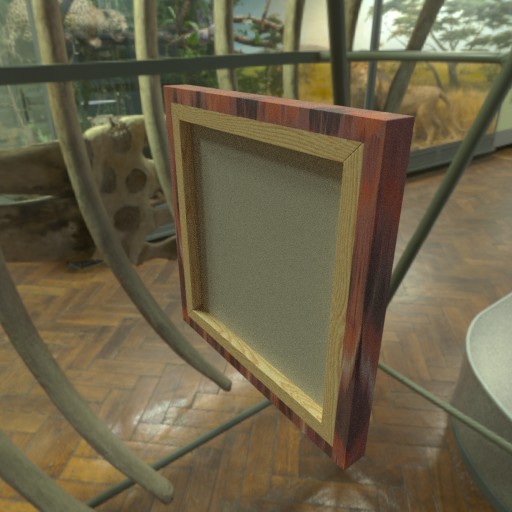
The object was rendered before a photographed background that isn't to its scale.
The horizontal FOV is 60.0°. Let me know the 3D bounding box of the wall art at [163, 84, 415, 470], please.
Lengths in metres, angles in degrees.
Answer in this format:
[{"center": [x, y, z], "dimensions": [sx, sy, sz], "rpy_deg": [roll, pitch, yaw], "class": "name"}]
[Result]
[{"center": [0.000, 0.000, 0.599], "dimensions": [0.038, 0.406, 0.403], "rpy_deg": [-18, 31, -33], "class": "wall art"}]
